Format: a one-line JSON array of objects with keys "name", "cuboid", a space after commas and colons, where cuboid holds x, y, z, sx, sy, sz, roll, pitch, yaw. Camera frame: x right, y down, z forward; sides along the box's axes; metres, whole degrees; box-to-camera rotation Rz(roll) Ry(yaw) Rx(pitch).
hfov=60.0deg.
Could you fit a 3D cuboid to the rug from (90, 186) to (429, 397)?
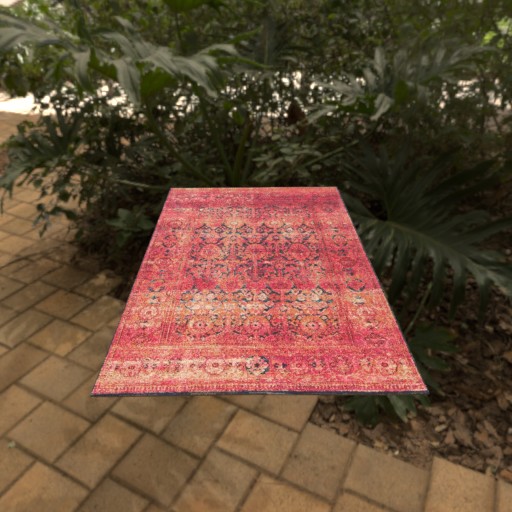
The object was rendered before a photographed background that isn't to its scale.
[{"name": "rug", "cuboid": [0.000, 0.000, 3.046, 1.539, 0.018, 2.449, 0, 31, -1]}]
